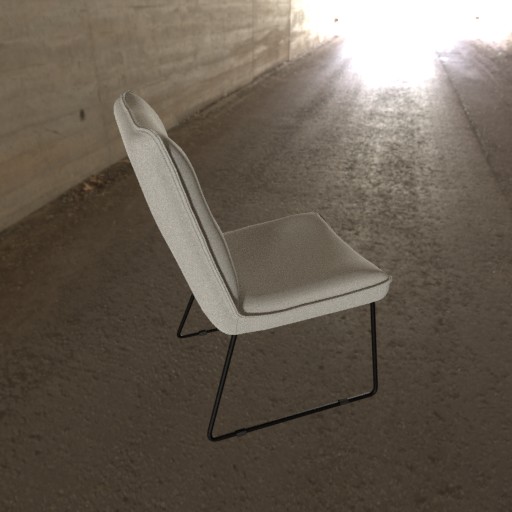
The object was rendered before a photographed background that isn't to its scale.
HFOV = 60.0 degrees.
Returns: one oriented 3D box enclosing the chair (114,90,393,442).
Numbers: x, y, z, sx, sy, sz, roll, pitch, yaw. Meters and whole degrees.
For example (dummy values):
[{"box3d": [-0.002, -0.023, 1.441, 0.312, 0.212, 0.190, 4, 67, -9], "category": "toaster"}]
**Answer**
[{"box3d": [0.000, 0.000, 1.358, 0.688, 0.930, 0.515, -10, 31, -17], "category": "chair"}]
